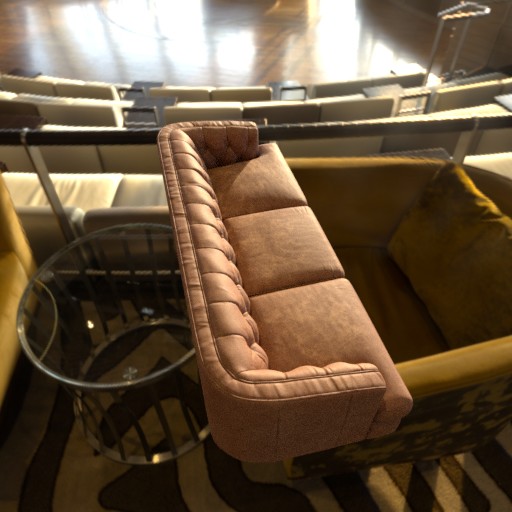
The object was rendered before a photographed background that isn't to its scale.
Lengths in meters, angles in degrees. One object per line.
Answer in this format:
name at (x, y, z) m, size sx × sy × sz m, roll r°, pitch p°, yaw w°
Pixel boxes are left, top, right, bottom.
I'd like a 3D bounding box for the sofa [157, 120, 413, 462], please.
sofa at (0.000, 0.000, 2.693) m, size 0.922 × 0.791 × 2.257 m, roll -11°, pitch 47°, yaw -10°
